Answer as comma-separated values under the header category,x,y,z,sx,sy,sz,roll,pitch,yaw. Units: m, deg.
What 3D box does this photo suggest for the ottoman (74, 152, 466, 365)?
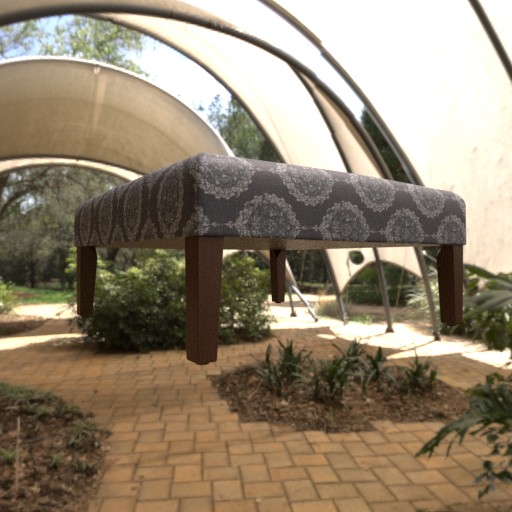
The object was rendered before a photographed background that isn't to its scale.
category,x,y,z,sx,sy,sz,roll,pitch,yaw
ottoman,0.000,0.000,1.395,0.890,0.409,0.889,0,-1,-35
